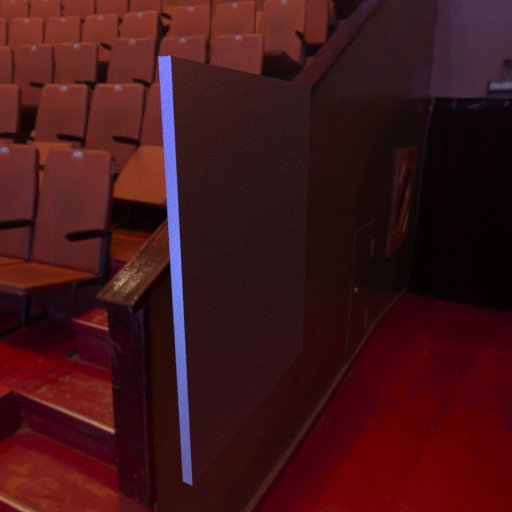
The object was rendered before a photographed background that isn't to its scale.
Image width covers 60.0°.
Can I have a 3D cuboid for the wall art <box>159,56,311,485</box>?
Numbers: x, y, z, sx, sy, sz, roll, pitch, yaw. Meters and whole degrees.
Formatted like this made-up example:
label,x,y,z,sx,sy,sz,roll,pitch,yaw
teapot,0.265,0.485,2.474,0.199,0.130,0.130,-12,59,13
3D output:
label,x,y,z,sx,sy,sz,roll,pitch,yaw
wall art,0.000,0.000,1.381,0.030,1.046,0.816,8,18,25
